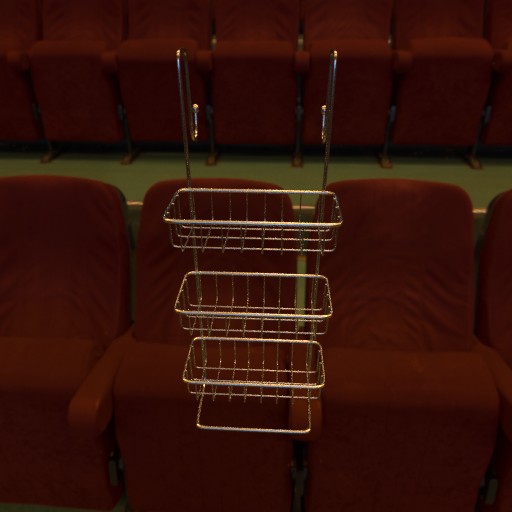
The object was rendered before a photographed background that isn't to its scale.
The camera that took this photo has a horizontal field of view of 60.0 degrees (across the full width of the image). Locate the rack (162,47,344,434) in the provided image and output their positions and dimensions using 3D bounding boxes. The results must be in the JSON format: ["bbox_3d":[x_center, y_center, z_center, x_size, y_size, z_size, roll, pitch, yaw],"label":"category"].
[{"bbox_3d":[0.000,0.000,0.679,0.228,0.574,0.202,2,30,3],"label":"rack"}]
